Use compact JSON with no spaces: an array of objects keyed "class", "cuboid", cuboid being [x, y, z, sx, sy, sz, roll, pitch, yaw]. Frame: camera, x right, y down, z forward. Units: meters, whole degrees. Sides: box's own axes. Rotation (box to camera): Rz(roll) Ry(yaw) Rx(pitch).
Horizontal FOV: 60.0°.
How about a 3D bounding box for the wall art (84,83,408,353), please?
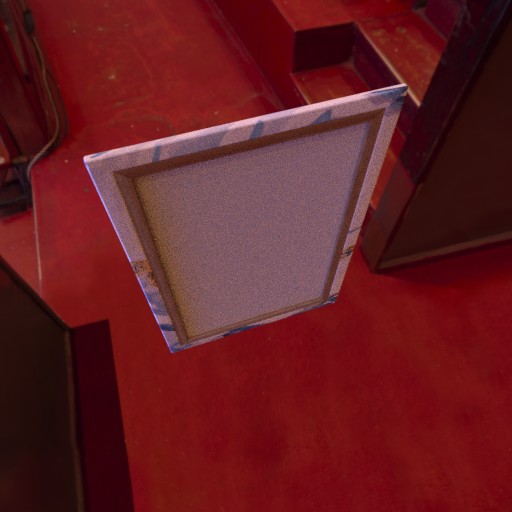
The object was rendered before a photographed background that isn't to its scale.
[{"class":"wall art","cuboid":[0.000,0.000,1.179,0.610,0.914,0.016,-16,59,-10]}]
